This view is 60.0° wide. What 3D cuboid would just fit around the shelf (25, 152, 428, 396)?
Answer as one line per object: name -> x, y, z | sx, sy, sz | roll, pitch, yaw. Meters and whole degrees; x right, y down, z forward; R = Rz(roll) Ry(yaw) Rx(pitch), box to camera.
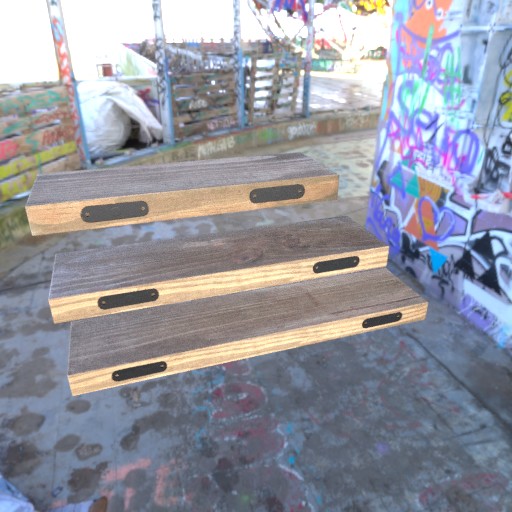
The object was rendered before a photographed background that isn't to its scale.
shelf -> 0.000, 0.000, 0.723 | 0.610, 0.293, 0.140 | -9, 28, -16
